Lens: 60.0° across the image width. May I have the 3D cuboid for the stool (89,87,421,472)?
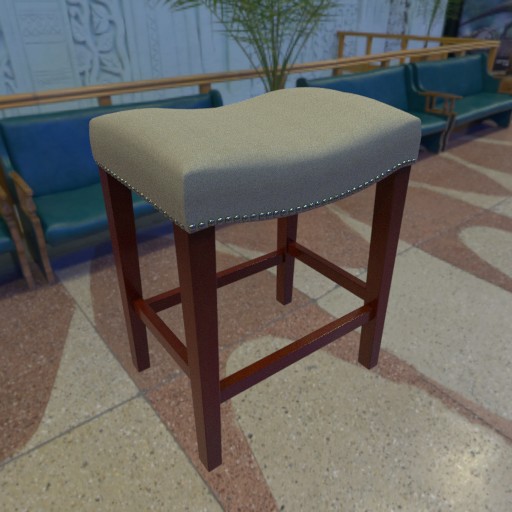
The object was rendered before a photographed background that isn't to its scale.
[{"bbox_3d":[0.000,0.000,0.955,0.509,0.632,0.375,-20,36,-31],"label":"stool"}]
